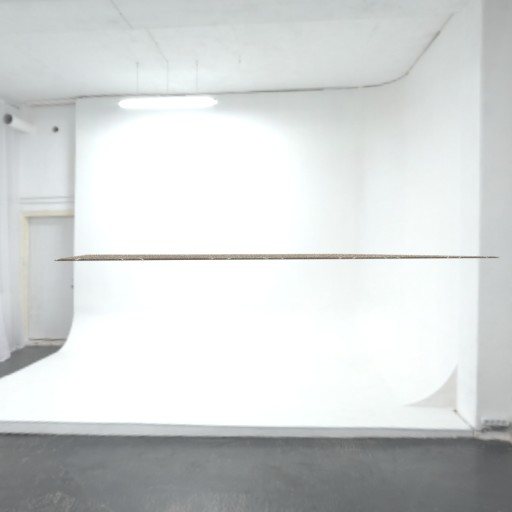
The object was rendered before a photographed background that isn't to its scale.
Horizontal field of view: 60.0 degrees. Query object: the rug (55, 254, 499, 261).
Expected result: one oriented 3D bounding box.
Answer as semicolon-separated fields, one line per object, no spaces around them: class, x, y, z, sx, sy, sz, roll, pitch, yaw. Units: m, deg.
rug;0.000;0.000;4.038;3.062;0.012;2.457;0;1;-17
